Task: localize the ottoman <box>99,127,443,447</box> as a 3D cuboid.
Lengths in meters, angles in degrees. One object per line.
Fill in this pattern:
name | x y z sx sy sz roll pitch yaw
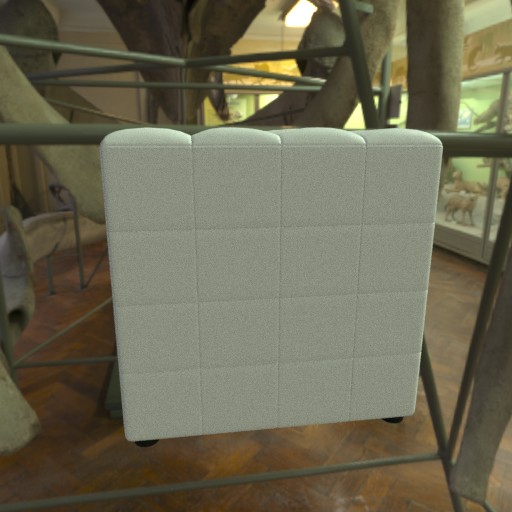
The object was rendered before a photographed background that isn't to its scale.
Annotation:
ottoman | 0.000 0.000 0.785 0.425 0.432 0.425 -2 15 -8
